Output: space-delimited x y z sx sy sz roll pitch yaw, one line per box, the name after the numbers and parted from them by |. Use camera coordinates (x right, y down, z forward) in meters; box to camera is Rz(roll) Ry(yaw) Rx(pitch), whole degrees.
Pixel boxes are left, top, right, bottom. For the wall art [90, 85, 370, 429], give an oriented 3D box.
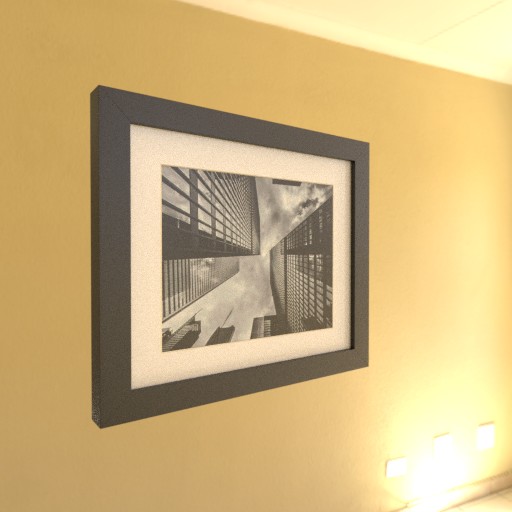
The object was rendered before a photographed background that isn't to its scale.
0.000 0.000 0.536 0.381 0.321 0.028 -1 1 -36 | wall art
